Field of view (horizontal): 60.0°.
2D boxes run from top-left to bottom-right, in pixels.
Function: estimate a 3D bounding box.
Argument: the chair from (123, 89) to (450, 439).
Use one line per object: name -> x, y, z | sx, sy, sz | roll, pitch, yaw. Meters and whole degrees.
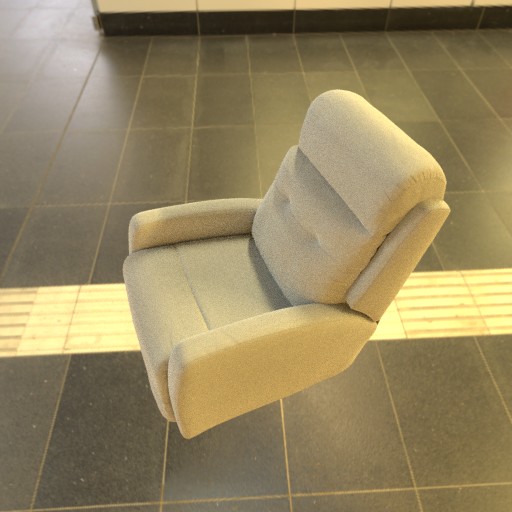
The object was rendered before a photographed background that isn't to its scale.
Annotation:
chair -> 0.000, 0.000, 1.708 | 1.043, 1.013, 0.798 | -17, 50, -15
